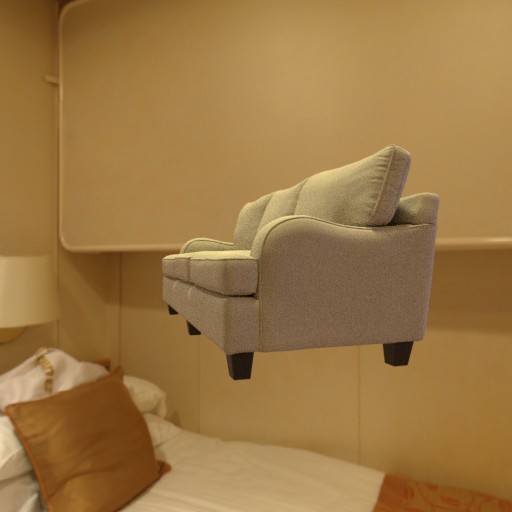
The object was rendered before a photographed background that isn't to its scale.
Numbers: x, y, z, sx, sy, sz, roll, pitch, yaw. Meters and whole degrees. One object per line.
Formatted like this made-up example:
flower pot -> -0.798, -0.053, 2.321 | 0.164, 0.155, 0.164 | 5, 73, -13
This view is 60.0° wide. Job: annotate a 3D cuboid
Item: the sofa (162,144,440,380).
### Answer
sofa -> 0.000, 0.000, 2.919 | 1.016, 0.991, 2.323 | 0, 0, -18
